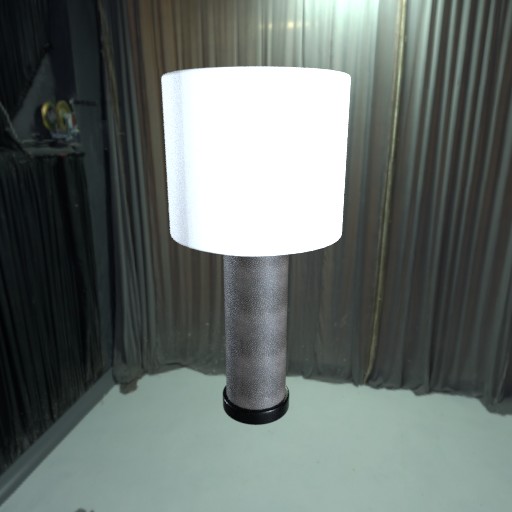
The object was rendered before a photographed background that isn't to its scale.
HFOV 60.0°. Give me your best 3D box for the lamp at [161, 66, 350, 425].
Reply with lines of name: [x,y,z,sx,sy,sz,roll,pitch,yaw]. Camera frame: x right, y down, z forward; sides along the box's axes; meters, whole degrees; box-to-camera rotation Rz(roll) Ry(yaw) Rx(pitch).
lamp: [0.000,0.000,0.818,0.305,0.634,0.305,2,17,8]
